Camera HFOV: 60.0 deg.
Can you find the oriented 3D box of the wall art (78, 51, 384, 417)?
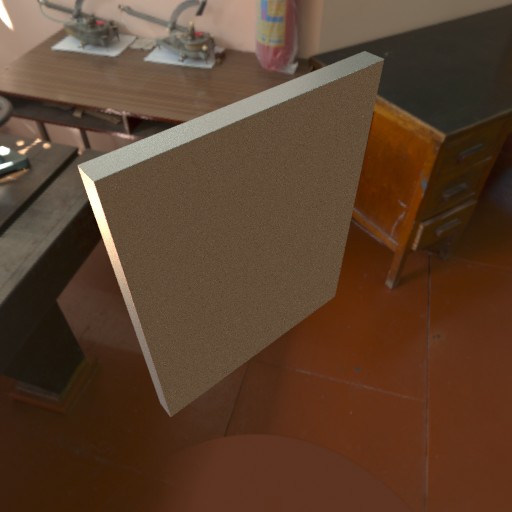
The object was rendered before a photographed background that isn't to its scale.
[{"bbox_3d":[0.000,0.000,0.748,0.452,0.549,0.038,-31,54,-26],"label":"wall art"}]
